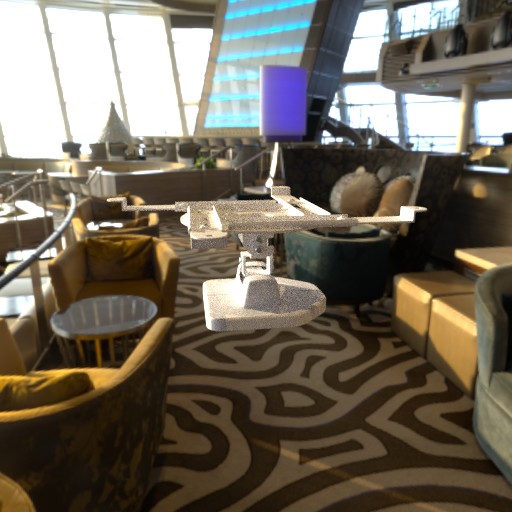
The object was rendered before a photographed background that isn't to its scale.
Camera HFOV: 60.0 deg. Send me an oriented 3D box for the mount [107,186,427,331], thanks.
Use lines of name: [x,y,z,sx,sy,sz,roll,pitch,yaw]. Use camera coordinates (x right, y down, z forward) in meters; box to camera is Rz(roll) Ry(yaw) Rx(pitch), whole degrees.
mount: [0.000,0.000,0.592,0.394,0.141,0.394,-2,15,-8]
